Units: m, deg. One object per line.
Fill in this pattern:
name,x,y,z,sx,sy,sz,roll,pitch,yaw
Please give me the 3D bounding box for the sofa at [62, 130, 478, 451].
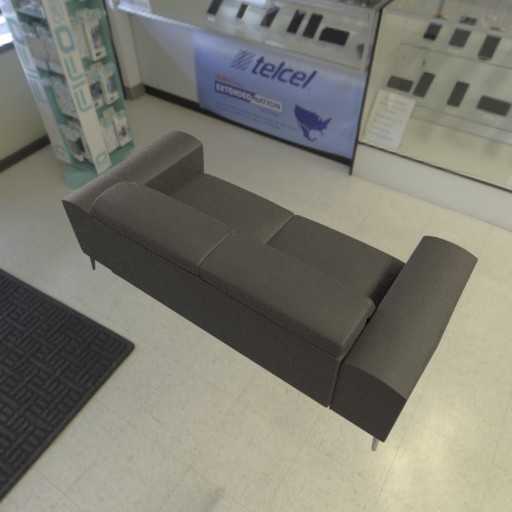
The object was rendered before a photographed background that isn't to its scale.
sofa,0.000,0.000,2.798,2.330,0.814,1.048,27,52,24
